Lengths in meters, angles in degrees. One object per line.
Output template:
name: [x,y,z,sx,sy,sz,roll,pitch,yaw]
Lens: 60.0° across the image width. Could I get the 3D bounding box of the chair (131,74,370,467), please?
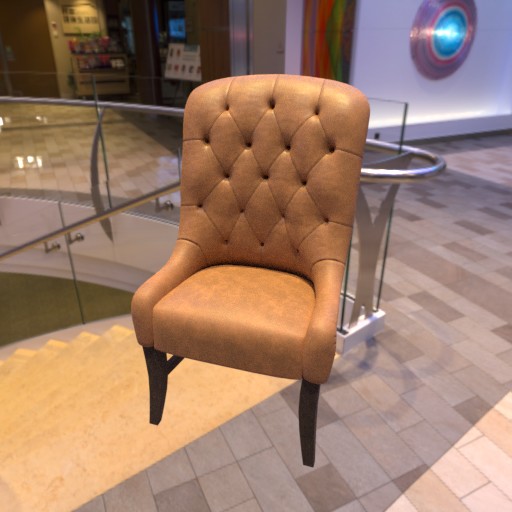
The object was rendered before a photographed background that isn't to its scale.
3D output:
chair: [0.000,0.000,1.482,0.634,1.091,0.629,8,27,16]
